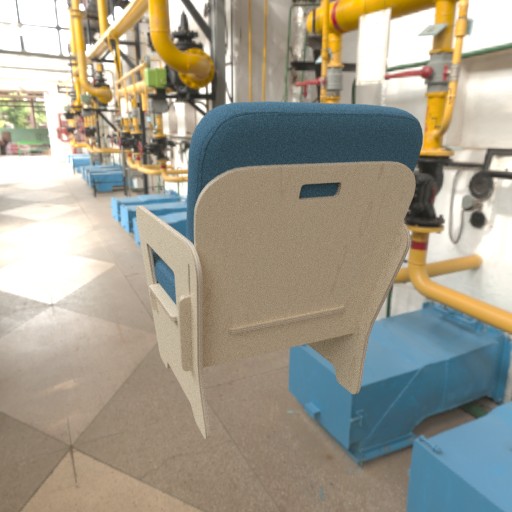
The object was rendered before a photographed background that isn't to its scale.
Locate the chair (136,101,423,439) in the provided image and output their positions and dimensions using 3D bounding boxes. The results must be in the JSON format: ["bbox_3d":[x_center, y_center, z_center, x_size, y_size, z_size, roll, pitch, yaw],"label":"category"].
[{"bbox_3d":[0.000,0.000,1.186,0.547,0.747,0.657,-7,17,-24],"label":"chair"}]
